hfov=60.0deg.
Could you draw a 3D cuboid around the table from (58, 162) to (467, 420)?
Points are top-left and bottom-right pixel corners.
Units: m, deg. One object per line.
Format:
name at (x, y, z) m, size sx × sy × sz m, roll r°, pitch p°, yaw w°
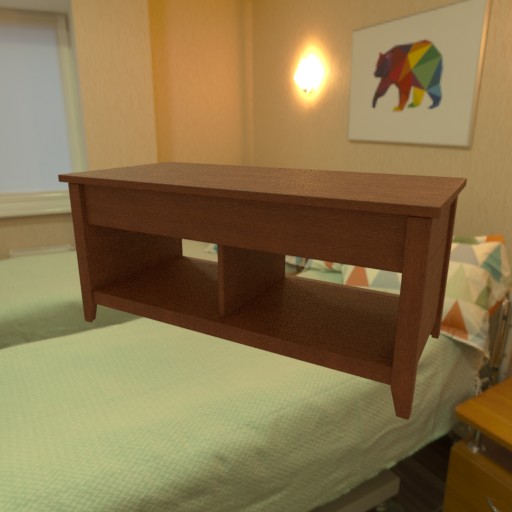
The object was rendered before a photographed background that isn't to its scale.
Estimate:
table at (0.000, 0.000, 1.282) m, size 1.016 × 0.457 × 0.483 m, roll 9°, pitch 19°, yaw 28°
